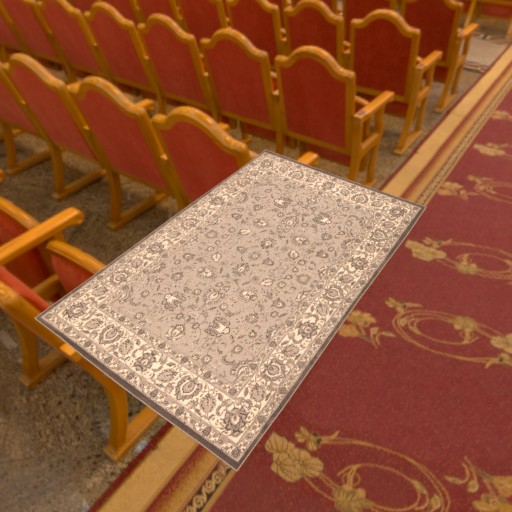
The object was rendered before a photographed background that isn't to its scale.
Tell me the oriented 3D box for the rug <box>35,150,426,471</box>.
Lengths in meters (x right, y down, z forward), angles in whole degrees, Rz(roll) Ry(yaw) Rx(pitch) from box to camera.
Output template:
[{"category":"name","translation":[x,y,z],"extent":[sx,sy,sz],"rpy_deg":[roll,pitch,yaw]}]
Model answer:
[{"category":"rug","translation":[0.000,0.000,3.037],"extent":[1.524,0.011,2.438],"rpy_deg":[26,49,25]}]
